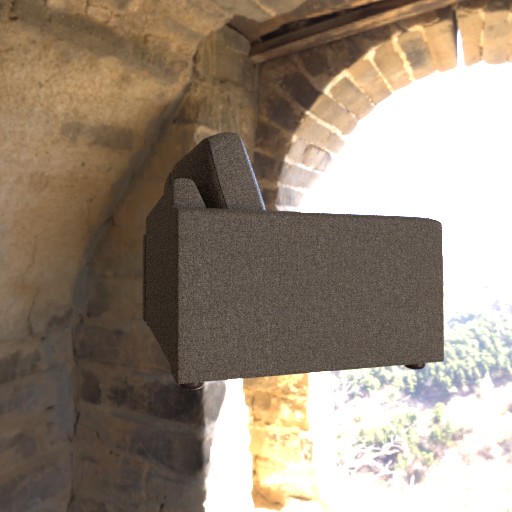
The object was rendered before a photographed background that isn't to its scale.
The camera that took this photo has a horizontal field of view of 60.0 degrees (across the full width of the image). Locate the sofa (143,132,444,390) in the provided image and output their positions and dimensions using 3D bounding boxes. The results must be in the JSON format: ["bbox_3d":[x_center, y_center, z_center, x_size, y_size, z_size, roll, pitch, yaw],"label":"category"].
[{"bbox_3d":[0.000,0.000,2.244,1.016,0.873,1.616,0,-1,-18],"label":"sofa"}]
